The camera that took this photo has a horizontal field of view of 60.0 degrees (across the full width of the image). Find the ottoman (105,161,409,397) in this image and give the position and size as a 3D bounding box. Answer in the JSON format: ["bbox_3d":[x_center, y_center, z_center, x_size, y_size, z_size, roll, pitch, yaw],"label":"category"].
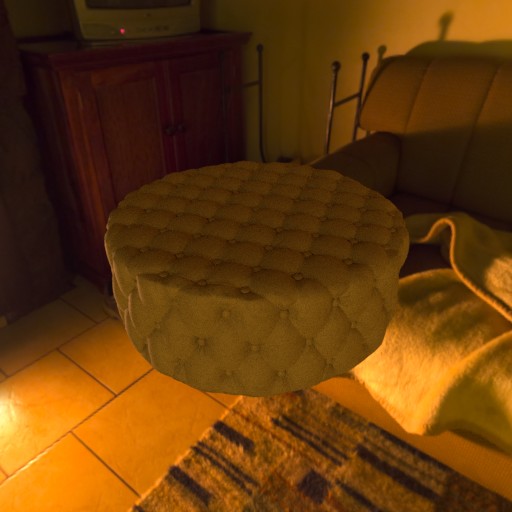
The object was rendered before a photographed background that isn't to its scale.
[{"bbox_3d":[0.000,0.000,1.571,0.998,0.399,0.998,0,31,0],"label":"ottoman"}]
